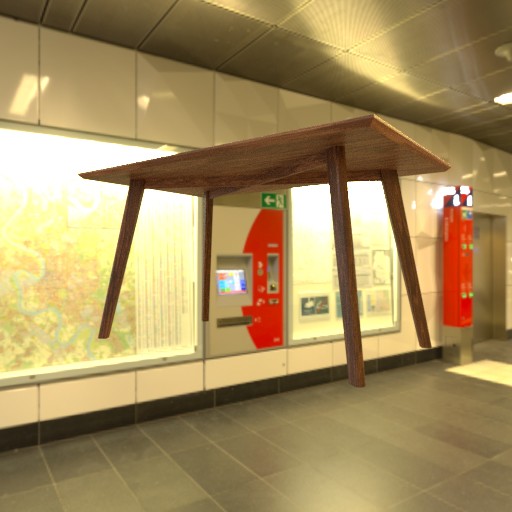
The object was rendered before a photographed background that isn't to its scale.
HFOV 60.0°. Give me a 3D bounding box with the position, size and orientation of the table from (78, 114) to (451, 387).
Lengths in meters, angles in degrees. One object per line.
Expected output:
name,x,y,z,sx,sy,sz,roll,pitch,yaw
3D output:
table,0.000,0.000,1.855,1.349,0.724,0.801,0,0,37
